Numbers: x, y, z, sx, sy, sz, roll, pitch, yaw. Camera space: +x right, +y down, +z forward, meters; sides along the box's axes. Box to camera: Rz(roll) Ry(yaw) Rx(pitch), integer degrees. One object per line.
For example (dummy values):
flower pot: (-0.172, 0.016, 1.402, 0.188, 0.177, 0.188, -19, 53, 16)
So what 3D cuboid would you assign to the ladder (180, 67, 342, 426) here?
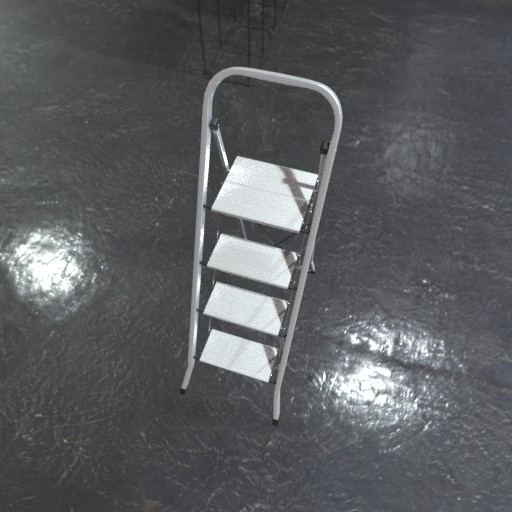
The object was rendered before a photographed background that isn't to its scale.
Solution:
ladder: (0.000, 0.000, 1.661, 0.465, 1.290, 0.830, 15, 58, 10)
